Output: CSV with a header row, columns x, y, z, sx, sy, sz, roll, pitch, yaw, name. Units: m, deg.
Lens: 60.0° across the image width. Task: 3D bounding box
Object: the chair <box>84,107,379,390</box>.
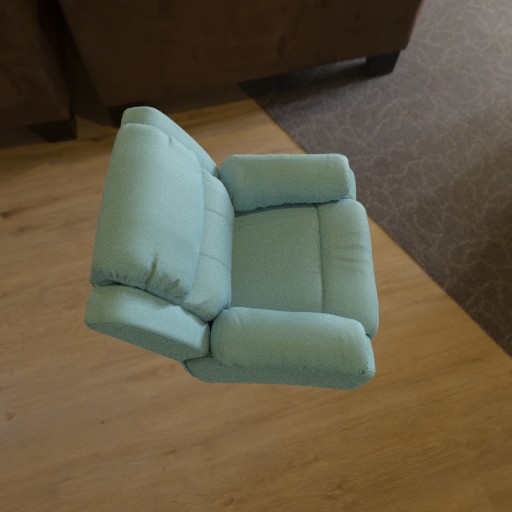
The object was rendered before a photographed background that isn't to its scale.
x,y,z,sx,sy,sz,roll,pitch,yaw,name
0.000,0.000,1.265,0.709,0.702,0.680,1,64,0,chair
